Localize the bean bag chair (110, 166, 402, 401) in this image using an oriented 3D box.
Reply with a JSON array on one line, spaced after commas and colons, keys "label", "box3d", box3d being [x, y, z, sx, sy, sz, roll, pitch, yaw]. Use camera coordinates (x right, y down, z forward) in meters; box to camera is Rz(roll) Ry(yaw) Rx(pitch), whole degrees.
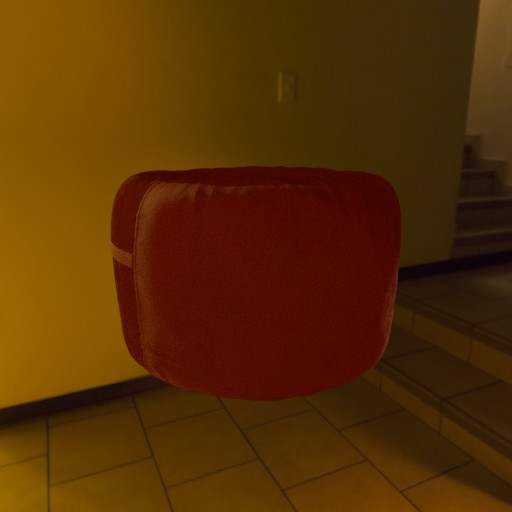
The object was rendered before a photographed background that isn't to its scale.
[{"label": "bean bag chair", "box3d": [0.000, 0.000, 1.970, 1.219, 0.762, 1.219, 0, 14, 0]}]
